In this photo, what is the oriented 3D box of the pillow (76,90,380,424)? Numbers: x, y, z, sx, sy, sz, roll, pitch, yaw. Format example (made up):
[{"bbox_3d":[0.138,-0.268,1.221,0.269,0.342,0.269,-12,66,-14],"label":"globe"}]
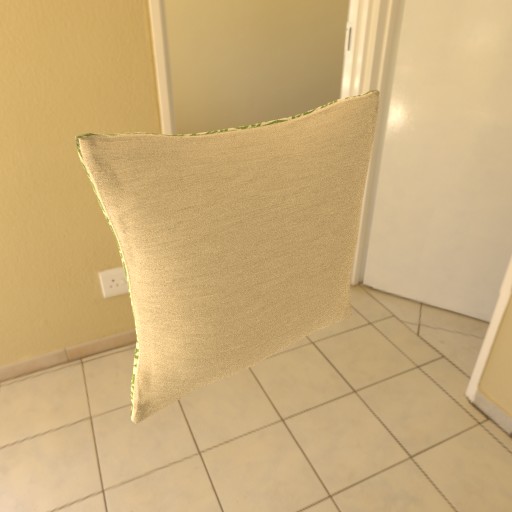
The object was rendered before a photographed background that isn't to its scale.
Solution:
[{"bbox_3d":[0.000,0.000,0.646,0.440,0.419,0.162,-19,36,-29],"label":"pillow"}]
